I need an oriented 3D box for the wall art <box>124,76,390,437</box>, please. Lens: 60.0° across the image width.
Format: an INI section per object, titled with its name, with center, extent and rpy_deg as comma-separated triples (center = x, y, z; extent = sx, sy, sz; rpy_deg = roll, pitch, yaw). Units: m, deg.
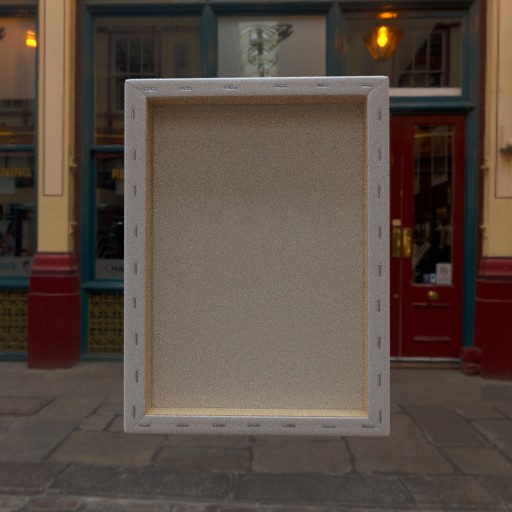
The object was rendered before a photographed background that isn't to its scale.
[wall art]
center = 0.000, 0.000, 0.776
extent = 0.455, 0.613, 0.037
rpy_deg = 0, 0, 2
